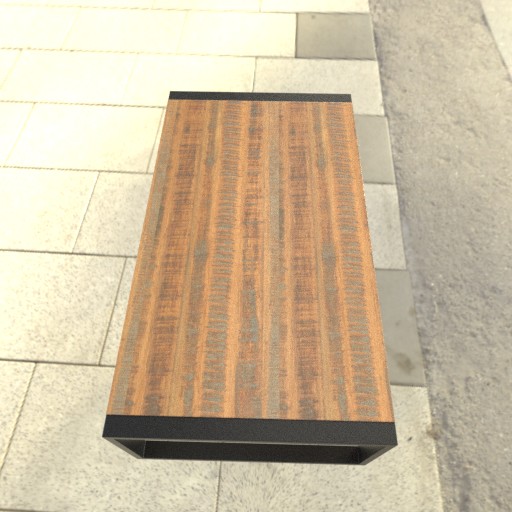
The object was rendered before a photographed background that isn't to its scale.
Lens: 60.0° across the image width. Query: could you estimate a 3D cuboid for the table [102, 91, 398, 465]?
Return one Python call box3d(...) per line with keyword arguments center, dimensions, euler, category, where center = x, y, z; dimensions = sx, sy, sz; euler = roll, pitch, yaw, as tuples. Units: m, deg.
box3d(center=(0.000, 0.000, 1.646), dimensions=(0.750, 0.400, 1.350), euler=(1, 58, 1), category="table")
